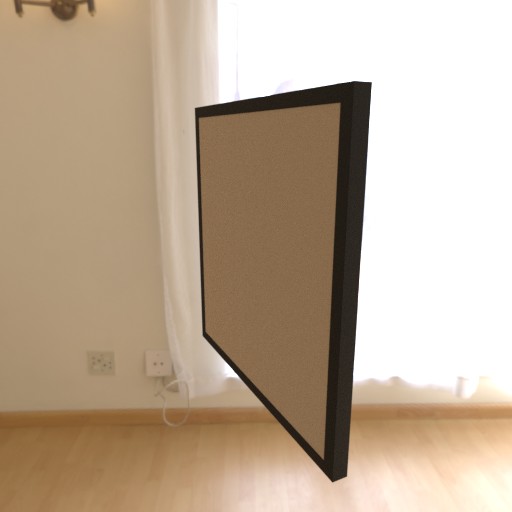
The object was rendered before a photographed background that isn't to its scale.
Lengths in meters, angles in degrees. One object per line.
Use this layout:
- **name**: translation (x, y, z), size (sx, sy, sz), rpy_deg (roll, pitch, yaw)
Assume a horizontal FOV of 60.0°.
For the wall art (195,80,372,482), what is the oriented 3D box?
- **wall art**: translation (0.000, 0.000, 0.454), size (0.015, 0.304, 0.306), rpy_deg (-7, 17, -26)
